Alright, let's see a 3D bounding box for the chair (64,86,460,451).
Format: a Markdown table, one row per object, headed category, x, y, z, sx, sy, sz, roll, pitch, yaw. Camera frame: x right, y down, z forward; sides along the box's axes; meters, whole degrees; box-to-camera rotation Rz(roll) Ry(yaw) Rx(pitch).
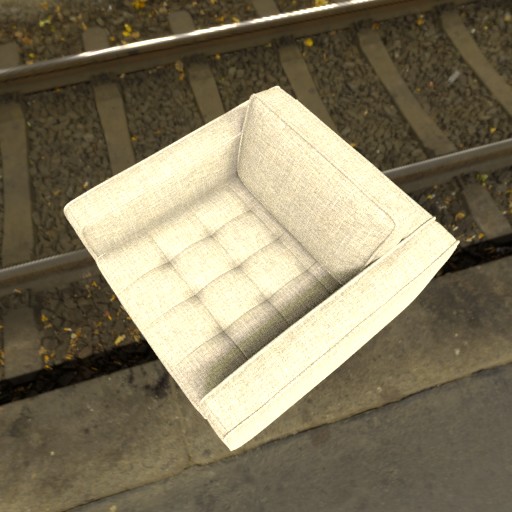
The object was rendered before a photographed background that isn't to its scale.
| category | x | y | z | sx | sy | sz | roll | pitch | yaw |
| --- | --- | --- | --- | --- | --- | --- | --- | --- | --- |
| chair | 0.000 | 0.000 | 1.537 | 0.914 | 0.765 | 0.889 | -35 | 67 | -17 |
